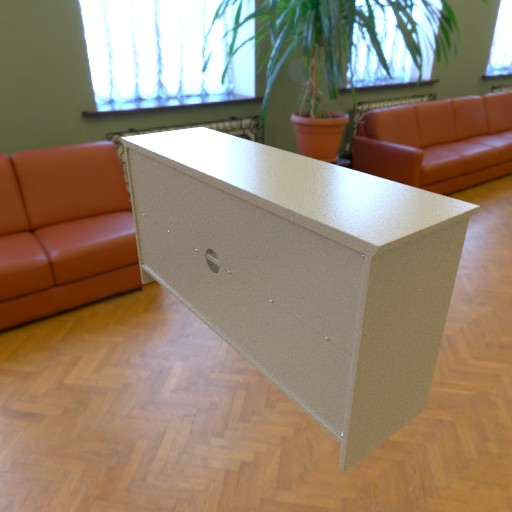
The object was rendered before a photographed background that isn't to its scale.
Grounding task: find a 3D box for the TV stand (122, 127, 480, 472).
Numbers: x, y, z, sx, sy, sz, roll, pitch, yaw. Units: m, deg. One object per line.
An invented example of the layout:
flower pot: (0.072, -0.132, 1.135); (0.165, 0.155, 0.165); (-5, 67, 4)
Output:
TV stand: (0.000, 0.000, 1.424); (0.344, 0.603, 1.167); (-19, 32, -33)
